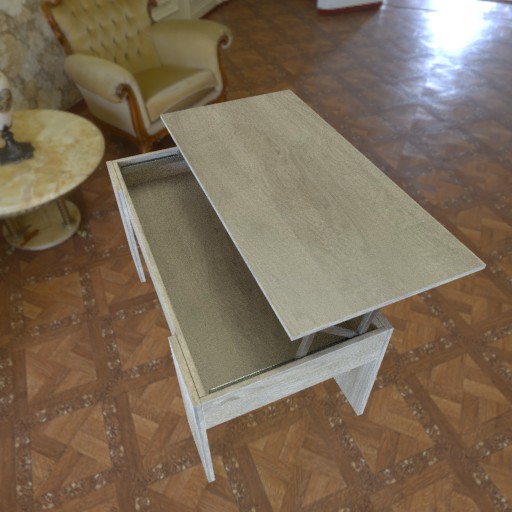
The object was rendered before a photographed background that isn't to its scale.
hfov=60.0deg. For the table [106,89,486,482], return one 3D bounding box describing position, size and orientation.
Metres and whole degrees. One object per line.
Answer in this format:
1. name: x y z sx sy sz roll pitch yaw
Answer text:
1. table: 0.000 0.000 1.435 0.711 0.570 1.000 -17 47 -16
